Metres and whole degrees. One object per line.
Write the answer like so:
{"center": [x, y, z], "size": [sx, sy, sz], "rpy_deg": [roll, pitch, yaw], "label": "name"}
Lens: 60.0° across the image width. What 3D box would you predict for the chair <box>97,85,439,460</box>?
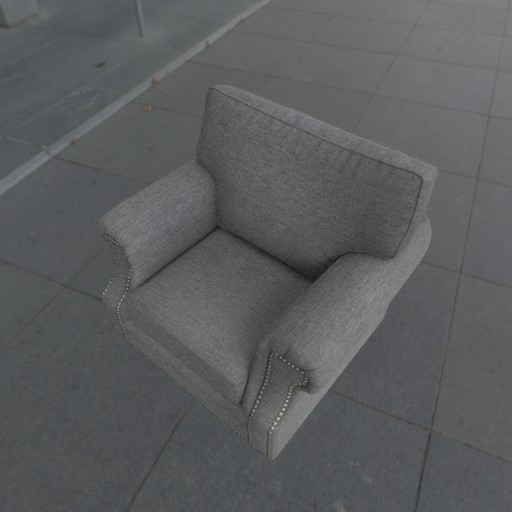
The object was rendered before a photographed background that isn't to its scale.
{"center": [0.000, 0.000, 1.787], "size": [1.092, 0.961, 0.965], "rpy_deg": [31, 53, 26], "label": "chair"}
